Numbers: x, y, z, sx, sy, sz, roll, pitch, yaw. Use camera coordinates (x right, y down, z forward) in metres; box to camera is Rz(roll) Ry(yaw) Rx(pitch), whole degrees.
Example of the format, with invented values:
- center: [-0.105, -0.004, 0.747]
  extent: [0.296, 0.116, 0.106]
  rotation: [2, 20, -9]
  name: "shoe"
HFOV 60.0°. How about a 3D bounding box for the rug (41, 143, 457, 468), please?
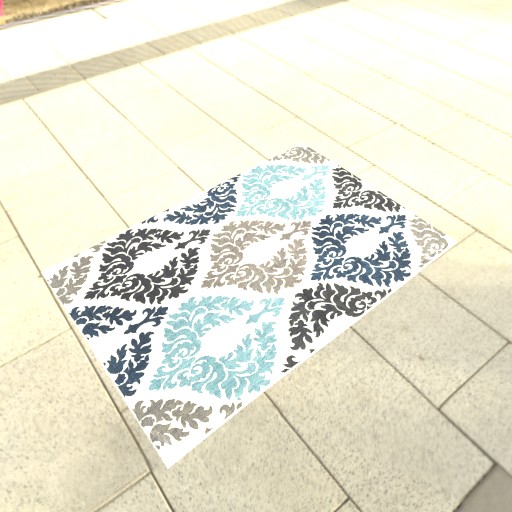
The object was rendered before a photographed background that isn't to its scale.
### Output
- center: [0.000, 0.000, 2.890]
  extent: [2.275, 0.014, 1.514]
  rotation: [-31, 55, -25]
  name: "rug"
